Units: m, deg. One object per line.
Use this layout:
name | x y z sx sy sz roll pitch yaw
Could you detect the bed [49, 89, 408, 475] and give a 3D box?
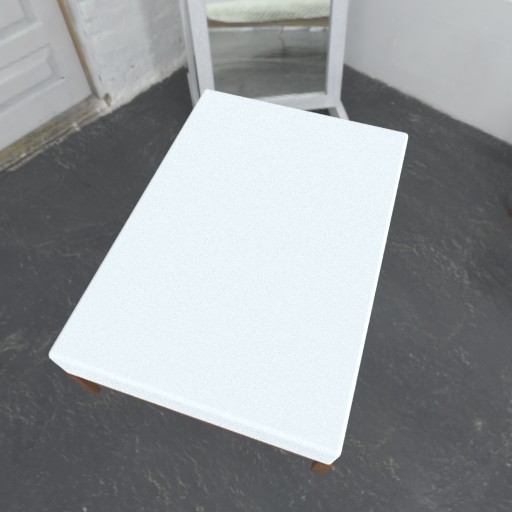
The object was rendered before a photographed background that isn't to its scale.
bed | 0.000 0.000 2.592 1.348 0.616 1.927 16 60 9
